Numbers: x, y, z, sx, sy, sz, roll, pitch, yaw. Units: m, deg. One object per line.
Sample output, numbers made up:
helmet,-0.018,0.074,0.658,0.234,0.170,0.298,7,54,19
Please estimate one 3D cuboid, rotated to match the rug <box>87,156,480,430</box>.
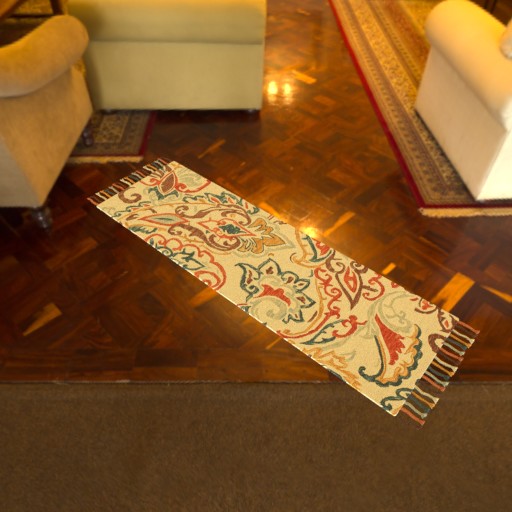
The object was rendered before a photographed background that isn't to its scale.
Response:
rug,0.000,0.000,2.906,2.682,0.015,0.763,32,54,27
